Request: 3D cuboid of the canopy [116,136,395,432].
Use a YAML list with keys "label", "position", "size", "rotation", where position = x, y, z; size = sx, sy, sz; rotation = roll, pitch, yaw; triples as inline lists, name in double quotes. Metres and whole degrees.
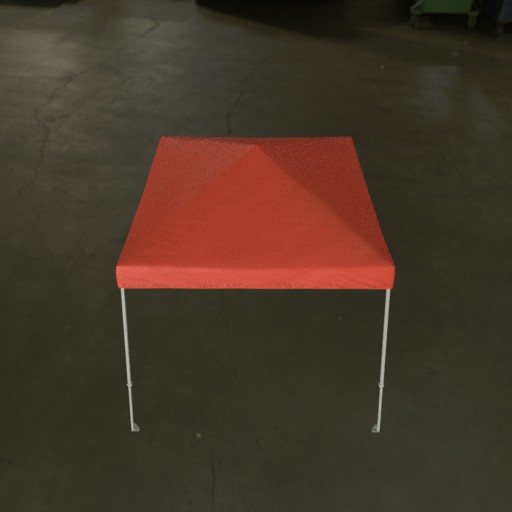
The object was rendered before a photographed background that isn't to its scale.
- label: "canopy"
  position: [0.000, 0.000, 5.190]
  size: [2.849, 2.850, 2.850]
  rotation: [0, 42, 0]
